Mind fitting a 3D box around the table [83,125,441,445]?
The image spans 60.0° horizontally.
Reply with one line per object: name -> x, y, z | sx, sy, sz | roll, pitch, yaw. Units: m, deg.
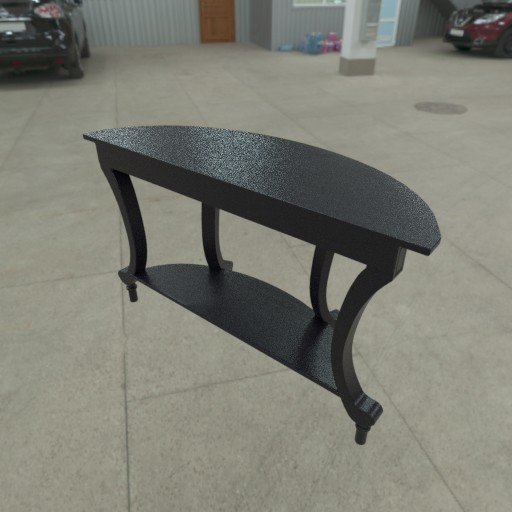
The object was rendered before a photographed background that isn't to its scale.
table -> 0.000, 0.000, 1.494 | 1.198, 0.692, 0.394 | 23, 39, 33
